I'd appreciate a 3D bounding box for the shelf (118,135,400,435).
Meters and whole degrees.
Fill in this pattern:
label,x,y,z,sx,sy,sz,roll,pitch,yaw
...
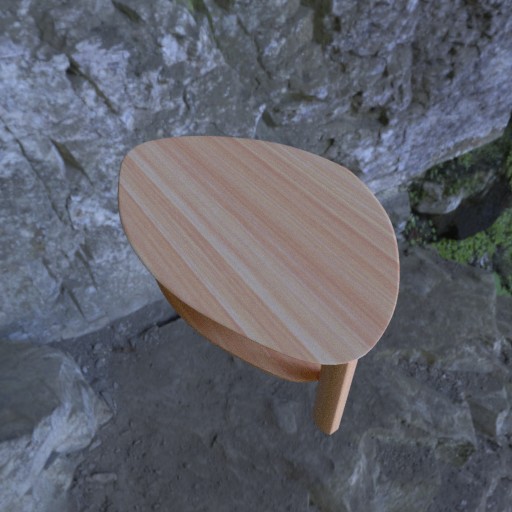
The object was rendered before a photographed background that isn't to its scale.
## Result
label,x,y,z,sx,sy,sz,roll,pitch,yaw
shelf,0.000,0.000,1.644,0.845,0.440,1.246,-26,49,-24
